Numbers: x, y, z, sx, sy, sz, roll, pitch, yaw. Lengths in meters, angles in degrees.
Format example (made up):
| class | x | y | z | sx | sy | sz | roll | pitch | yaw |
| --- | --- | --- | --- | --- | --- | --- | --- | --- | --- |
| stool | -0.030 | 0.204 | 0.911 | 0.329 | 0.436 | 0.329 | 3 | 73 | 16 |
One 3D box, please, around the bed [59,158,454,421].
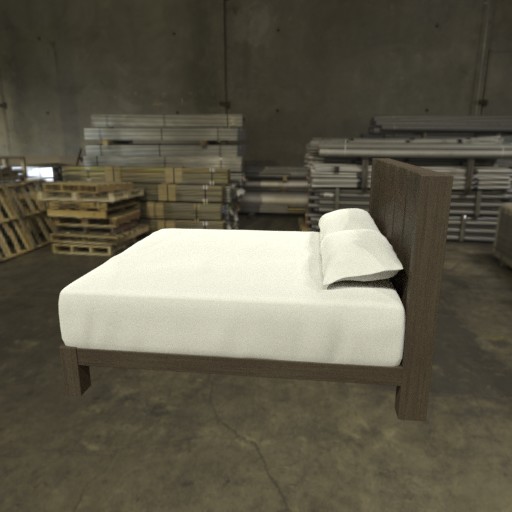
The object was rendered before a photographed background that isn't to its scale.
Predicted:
| class | x | y | z | sx | sy | sz | roll | pitch | yaw |
| --- | --- | --- | --- | --- | --- | --- | --- | --- | --- |
| bed | 0.000 | 0.000 | 3.081 | 1.992 | 1.261 | 1.735 | 2 | 15 | 7 |
